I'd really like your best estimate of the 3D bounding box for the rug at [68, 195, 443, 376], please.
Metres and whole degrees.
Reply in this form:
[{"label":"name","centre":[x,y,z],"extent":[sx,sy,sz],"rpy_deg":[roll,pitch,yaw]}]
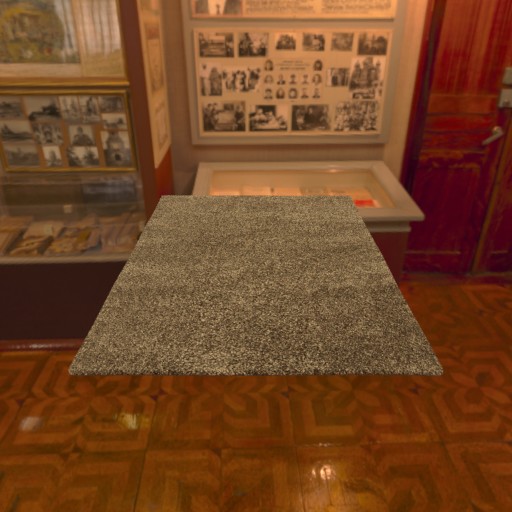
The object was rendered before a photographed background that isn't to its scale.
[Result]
[{"label":"rug","centre":[0.000,0.000,2.119],"extent":[1.198,0.025,1.601],"rpy_deg":[0,28,0]}]
